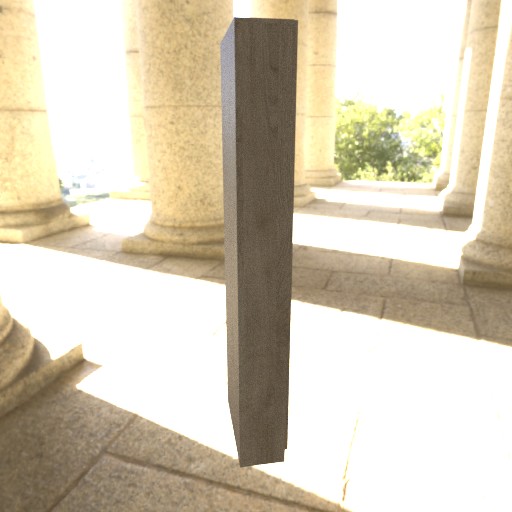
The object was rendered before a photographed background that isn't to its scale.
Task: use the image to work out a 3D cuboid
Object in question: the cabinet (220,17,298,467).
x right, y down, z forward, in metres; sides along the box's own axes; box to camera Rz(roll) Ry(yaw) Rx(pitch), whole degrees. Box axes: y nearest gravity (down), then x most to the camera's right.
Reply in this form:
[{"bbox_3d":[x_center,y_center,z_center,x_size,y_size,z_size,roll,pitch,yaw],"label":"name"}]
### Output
[{"bbox_3d":[0.000,0.000,1.960,0.230,1.790,0.500,-3,17,-9],"label":"cabinet"}]
